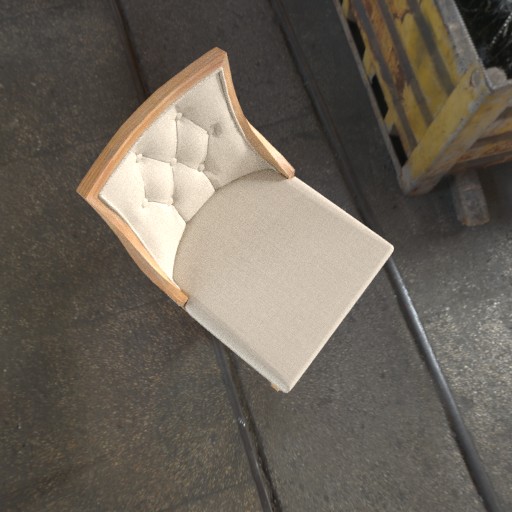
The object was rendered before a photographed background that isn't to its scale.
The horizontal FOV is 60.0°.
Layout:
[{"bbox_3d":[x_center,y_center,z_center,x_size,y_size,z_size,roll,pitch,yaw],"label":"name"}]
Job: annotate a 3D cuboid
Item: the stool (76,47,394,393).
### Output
[{"bbox_3d":[0.000,0.000,1.323,0.626,0.938,0.524,37,78,10],"label":"stool"}]
